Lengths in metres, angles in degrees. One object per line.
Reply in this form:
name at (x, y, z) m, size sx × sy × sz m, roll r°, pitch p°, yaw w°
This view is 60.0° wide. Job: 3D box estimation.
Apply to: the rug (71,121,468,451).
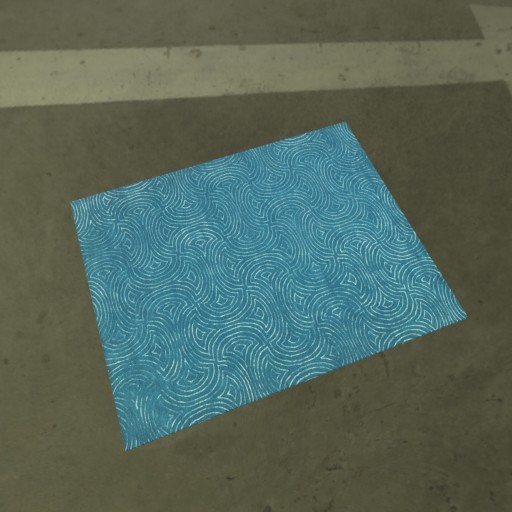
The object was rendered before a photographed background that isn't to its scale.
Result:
rug at (0.000, 0.000, 4.135) m, size 3.033 × 0.012 × 2.432 m, roll -19°, pitch 64°, yaw -9°
